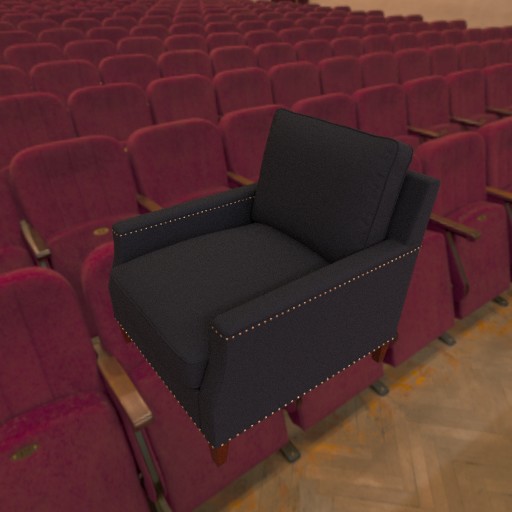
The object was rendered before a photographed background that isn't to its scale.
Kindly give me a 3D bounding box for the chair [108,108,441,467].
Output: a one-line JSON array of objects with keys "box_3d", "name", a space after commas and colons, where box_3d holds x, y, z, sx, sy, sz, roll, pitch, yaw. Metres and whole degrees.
[{"box_3d": [0.000, 0.000, 1.754, 1.014, 0.943, 0.853, -21, 36, -31], "name": "chair"}]
